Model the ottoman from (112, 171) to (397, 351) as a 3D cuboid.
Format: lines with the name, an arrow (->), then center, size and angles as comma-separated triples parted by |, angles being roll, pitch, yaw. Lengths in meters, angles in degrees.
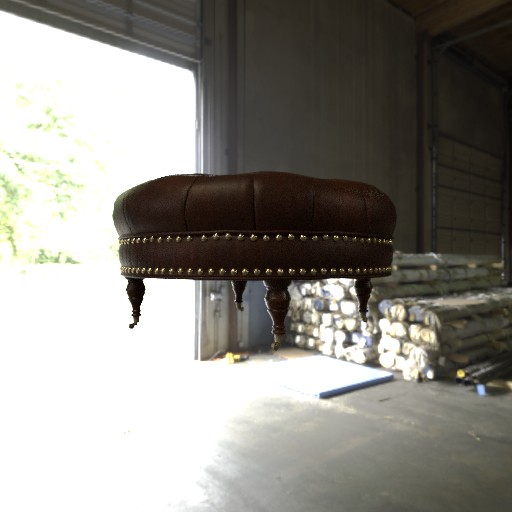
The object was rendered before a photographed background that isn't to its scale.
ottoman -> 0.000, 0.000, 1.445 | 0.901, 0.455, 0.901 | 0, 0, 0
